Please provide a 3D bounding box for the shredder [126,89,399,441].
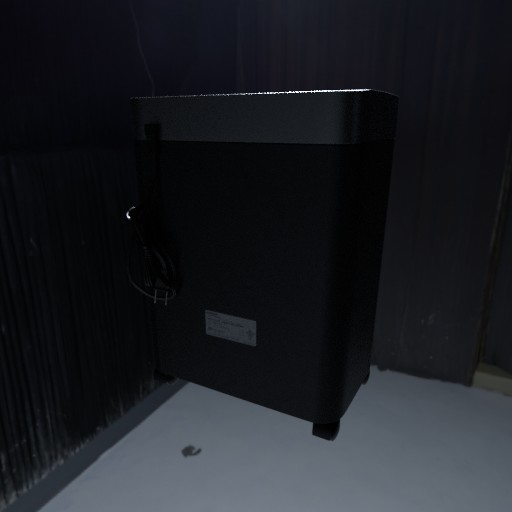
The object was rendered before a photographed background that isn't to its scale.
[{"bbox_3d":[0.000,0.000,0.608,0.311,0.419,0.237,9,19,28],"label":"shredder"}]
